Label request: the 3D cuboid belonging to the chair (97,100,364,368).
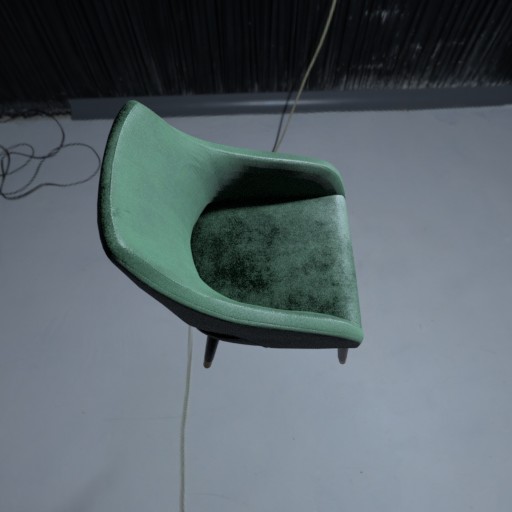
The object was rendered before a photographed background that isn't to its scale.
[{"bbox_3d":[0.000,0.000,1.605,0.794,1.081,0.683,-1,64,0],"label":"chair"}]
